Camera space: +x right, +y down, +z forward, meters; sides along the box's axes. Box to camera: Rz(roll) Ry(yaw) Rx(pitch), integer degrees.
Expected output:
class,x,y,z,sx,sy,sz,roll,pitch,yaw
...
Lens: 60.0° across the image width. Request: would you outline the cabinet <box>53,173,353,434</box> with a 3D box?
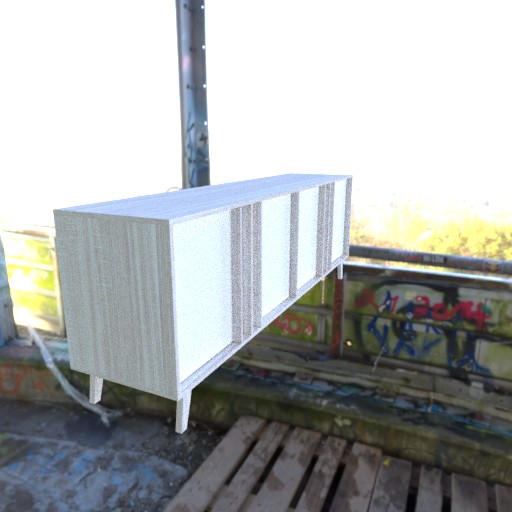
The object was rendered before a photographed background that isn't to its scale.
class,x,y,z,sx,sy,sz,roll,pitch,yaw
cabinet,0.000,0.000,2.493,0.500,0.780,2.200,7,16,25
